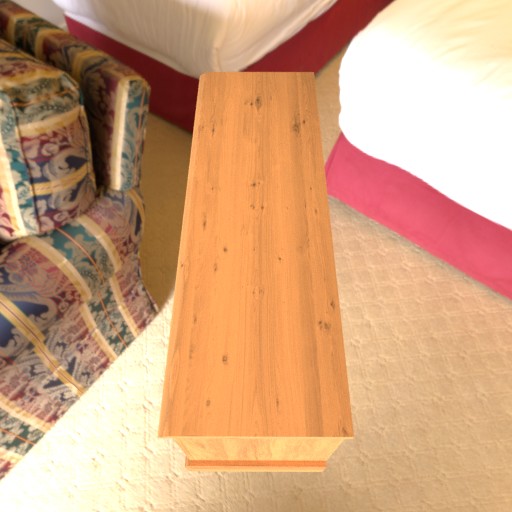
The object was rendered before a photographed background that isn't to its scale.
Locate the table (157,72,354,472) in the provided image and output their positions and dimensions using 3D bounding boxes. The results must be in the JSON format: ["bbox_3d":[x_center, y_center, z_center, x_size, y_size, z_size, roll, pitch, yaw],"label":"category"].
[{"bbox_3d":[0.000,0.000,1.434,0.400,0.510,1.200,0,57,0],"label":"table"}]
